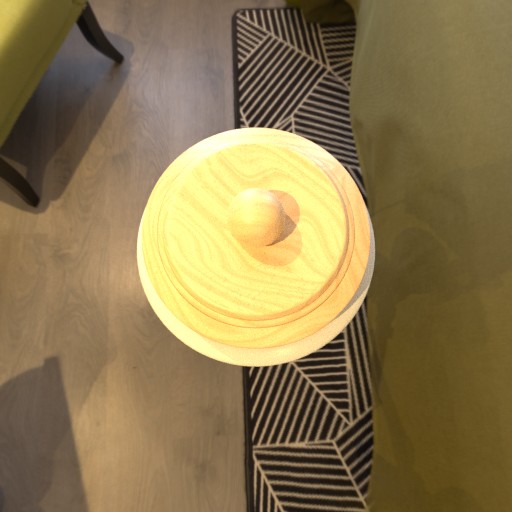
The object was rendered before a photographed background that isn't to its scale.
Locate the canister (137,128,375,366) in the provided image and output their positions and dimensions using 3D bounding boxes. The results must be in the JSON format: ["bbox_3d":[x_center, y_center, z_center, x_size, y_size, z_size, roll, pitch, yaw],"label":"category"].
[{"bbox_3d":[0.000,0.000,0.270,0.130,0.176,0.130,0,77,0],"label":"canister"}]
